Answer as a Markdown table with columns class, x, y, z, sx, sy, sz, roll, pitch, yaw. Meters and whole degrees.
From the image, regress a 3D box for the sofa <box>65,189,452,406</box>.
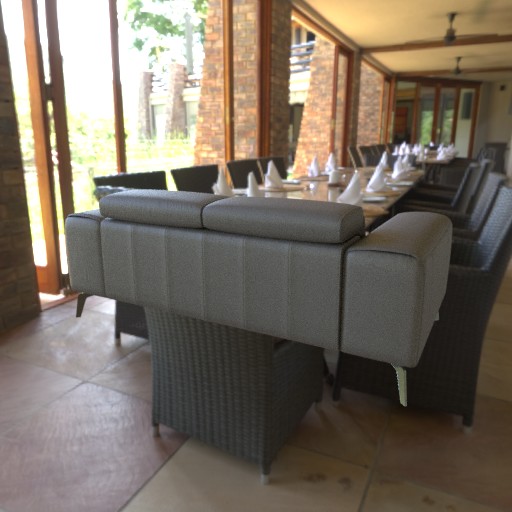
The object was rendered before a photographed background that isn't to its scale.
| class | x | y | z | sx | sy | sz | roll | pitch | yaw |
| --- | --- | --- | --- | --- | --- | --- | --- | --- | --- |
| sofa | 0.000 | 0.000 | 2.496 | 1.930 | 0.753 | 1.024 | 8 | 17 | 28 |
